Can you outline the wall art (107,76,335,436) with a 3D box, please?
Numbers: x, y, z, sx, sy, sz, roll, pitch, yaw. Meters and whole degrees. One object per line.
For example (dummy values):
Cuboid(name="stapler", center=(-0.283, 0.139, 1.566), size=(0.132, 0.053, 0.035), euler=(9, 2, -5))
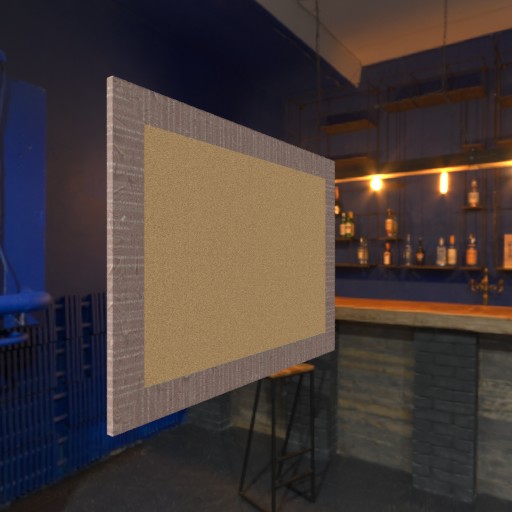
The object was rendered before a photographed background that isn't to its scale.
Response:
Cuboid(name="wall art", center=(0.000, 0.000, 1.366), size=(0.020, 0.761, 1.056), euler=(0, 0, 36))
